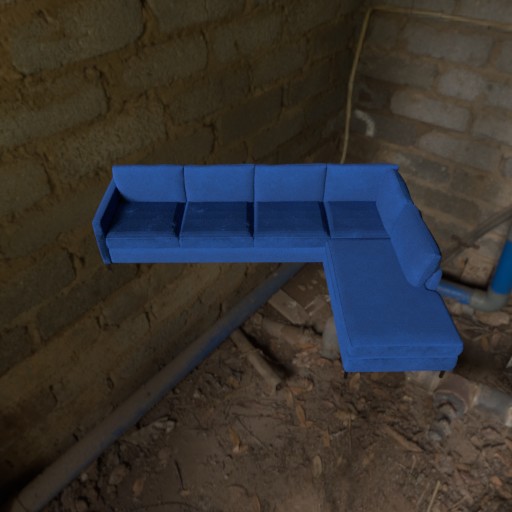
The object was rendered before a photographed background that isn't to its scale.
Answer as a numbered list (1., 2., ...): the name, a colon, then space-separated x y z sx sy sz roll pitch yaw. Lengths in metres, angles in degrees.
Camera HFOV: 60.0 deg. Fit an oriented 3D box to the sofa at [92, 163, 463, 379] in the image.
1. sofa: 0.000 0.000 3.259 2.486 0.687 1.707 0 41 0
